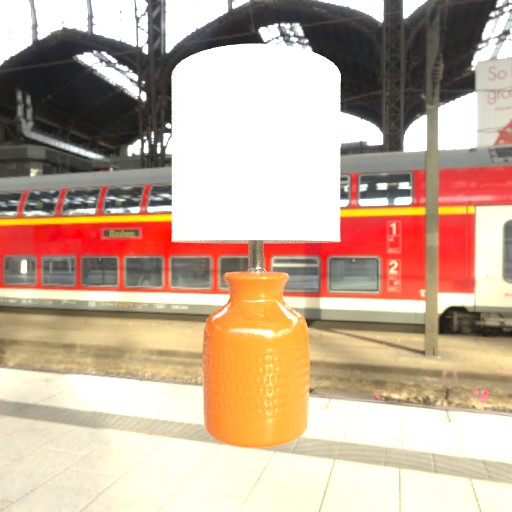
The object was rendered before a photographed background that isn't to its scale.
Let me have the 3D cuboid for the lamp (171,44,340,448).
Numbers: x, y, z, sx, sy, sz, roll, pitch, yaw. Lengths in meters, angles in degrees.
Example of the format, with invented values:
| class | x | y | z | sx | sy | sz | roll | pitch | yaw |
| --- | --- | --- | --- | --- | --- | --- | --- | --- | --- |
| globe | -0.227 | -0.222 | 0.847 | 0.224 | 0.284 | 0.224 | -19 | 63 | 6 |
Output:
| class | x | y | z | sx | sy | sz | roll | pitch | yaw |
| --- | --- | --- | --- | --- | --- | --- | --- | --- | --- |
| lamp | 0.000 | 0.000 | 1.118 | 0.418 | 0.871 | 0.418 | 0 | 1 | 16 |
